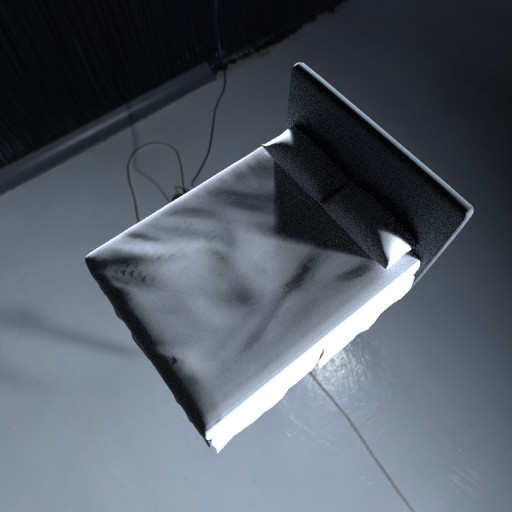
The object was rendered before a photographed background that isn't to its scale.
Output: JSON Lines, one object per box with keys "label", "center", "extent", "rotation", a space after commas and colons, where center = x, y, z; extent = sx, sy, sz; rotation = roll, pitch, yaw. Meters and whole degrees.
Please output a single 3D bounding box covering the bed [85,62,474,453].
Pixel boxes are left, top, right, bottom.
{"label": "bed", "center": [0.000, 0.000, 3.271], "extent": [2.142, 1.330, 1.713], "rotation": [-35, 69, -16]}
